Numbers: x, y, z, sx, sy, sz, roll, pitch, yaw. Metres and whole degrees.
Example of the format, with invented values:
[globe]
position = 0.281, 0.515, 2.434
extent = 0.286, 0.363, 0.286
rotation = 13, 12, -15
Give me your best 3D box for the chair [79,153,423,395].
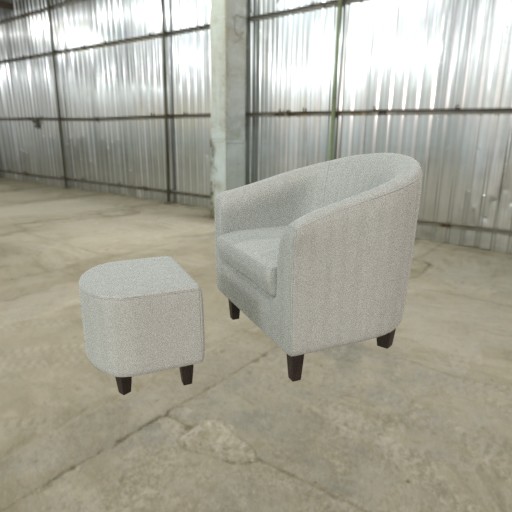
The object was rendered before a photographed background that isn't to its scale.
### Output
[chair]
position = 0.000, 0.000, 1.713
extent = 1.288, 0.757, 0.756
rotation = -7, 17, -23
